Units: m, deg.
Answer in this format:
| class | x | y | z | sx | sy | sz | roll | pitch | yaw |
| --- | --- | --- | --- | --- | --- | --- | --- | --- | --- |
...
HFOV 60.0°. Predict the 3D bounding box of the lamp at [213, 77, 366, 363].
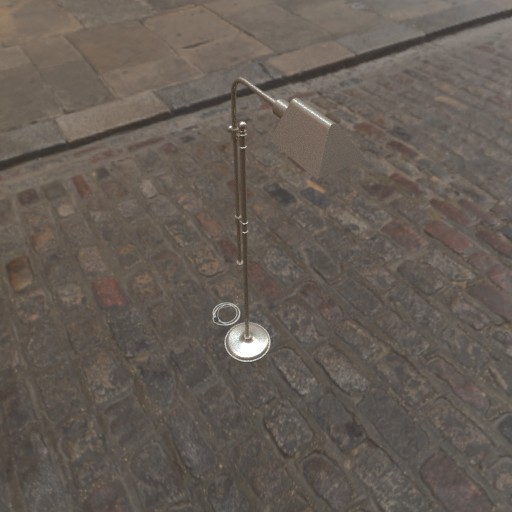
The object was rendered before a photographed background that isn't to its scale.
| class | x | y | z | sx | sy | sz | roll | pitch | yaw |
| --- | --- | --- | --- | --- | --- | --- | --- | --- | --- |
| lamp | 0.000 | 0.000 | 1.870 | 0.256 | 1.571 | 0.813 | -25 | 52 | -22 |
